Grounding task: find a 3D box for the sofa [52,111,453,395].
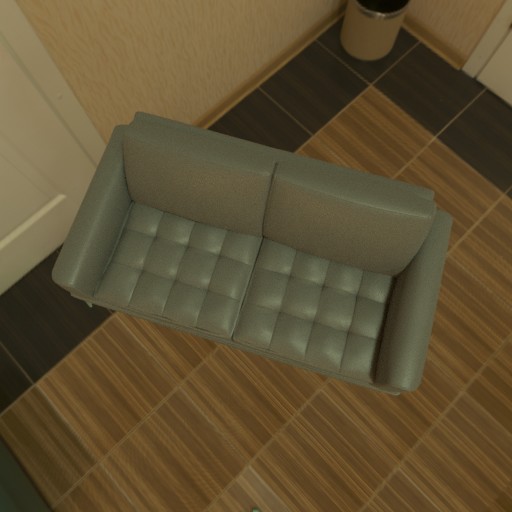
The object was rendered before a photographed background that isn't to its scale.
[{"bbox_3d":[0.000,0.000,2.700,2.177,0.930,1.121,16,75,5],"label":"sofa"}]
